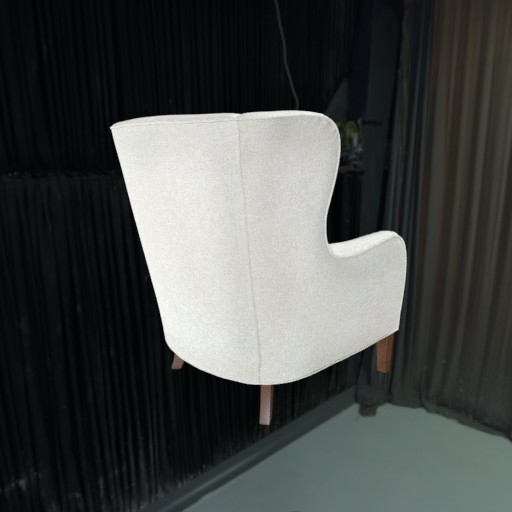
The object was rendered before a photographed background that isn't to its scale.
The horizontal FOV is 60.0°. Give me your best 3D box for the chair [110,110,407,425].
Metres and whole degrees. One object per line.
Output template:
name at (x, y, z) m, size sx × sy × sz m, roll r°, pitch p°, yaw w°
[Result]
chair at (0.000, 0.000, 1.761) m, size 0.966 × 1.040 × 0.838 m, roll -13°, pitch 19°, yaw -42°
